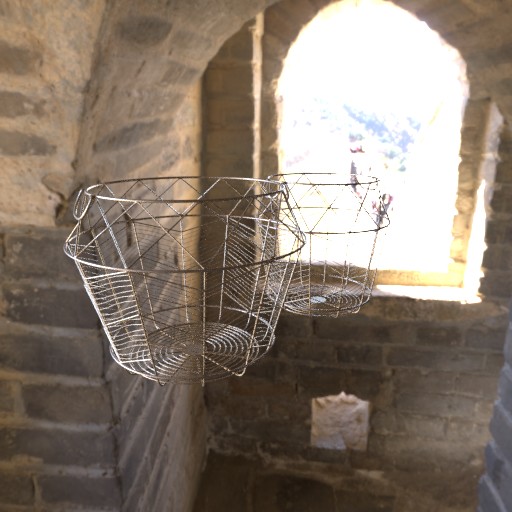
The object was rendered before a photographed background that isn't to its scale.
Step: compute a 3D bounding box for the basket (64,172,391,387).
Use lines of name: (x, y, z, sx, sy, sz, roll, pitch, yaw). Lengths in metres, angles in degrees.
basket: (0.000, 0.000, 0.995, 0.805, 0.343, 0.451, -15, 21, -42)
